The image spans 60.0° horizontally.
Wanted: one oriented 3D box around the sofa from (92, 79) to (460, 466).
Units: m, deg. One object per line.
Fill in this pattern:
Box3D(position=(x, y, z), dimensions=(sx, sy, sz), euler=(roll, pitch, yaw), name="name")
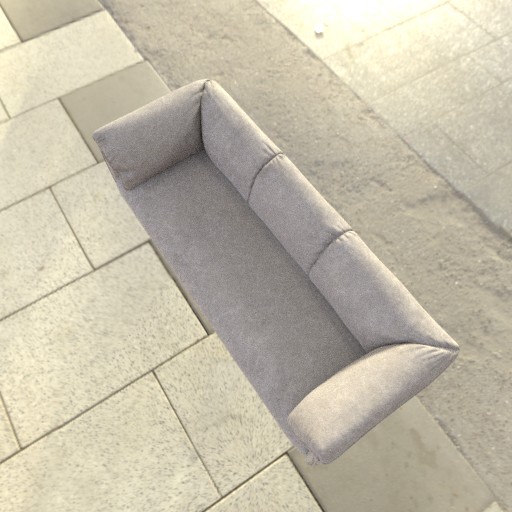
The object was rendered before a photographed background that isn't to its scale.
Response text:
Box3D(position=(0.000, 0.000, 2.661), dimensions=(0.899, 0.758, 2.238), euler=(-32, 68, -15), name="sofa")
